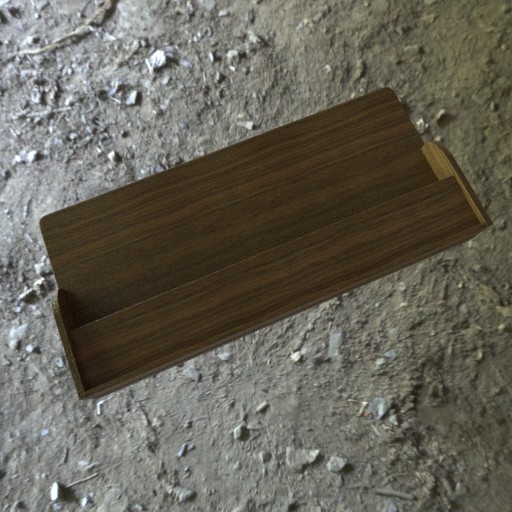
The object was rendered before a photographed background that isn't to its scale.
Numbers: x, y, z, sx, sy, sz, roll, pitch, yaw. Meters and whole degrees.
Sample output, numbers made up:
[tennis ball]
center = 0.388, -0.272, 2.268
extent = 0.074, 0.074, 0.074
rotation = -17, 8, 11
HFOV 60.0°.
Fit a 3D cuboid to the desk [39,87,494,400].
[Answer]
[desk]
center = 0.000, 0.000, 1.649
extent = 1.200, 0.854, 0.565
rotation = -22, 76, -6
